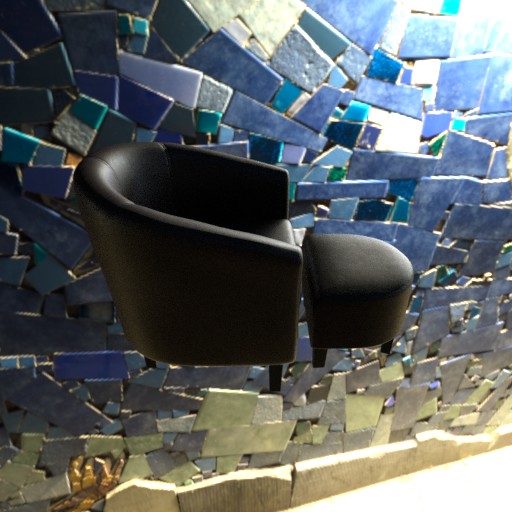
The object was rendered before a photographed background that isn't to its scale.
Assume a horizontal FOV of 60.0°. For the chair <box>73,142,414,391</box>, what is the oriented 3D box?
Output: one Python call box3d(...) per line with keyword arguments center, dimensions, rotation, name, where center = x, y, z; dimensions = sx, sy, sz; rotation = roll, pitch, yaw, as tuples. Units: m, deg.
box3d(center=(0.000, 0.000, 1.653), dimensions=(1.176, 0.755, 0.737), rotation=(0, 31, 0), name="chair")
